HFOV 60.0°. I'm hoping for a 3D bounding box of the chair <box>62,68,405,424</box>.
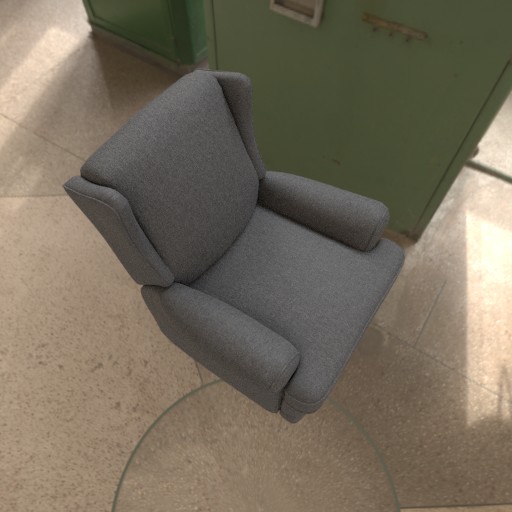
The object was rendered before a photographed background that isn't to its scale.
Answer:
[{"bbox_3d":[0.000,0.000,1.684,0.969,1.011,0.847,30,64,17],"label":"chair"}]
